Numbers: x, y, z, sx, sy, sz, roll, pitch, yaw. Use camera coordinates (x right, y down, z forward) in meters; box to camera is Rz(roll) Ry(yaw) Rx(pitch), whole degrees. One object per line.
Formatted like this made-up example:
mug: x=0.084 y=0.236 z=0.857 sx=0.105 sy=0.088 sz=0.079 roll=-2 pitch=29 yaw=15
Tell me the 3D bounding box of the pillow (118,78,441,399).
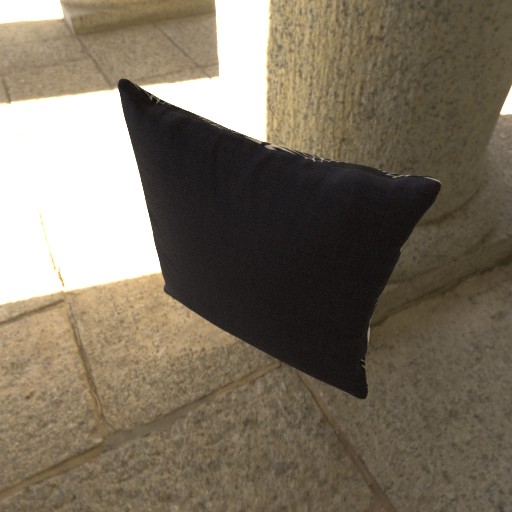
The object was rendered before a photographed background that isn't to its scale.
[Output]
pillow: x=0.000 y=0.000 z=0.657 sx=0.432 sy=0.432 sz=0.139 roll=25 pitch=51 yaw=22
